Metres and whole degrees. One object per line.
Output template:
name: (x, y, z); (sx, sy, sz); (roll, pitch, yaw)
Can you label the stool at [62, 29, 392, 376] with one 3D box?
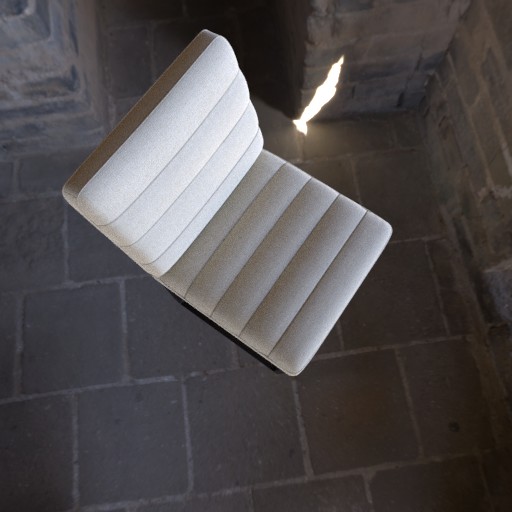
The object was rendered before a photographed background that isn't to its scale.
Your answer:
stool: (0.000, 0.000, 1.289); (0.560, 1.040, 0.460); (34, 77, 9)
